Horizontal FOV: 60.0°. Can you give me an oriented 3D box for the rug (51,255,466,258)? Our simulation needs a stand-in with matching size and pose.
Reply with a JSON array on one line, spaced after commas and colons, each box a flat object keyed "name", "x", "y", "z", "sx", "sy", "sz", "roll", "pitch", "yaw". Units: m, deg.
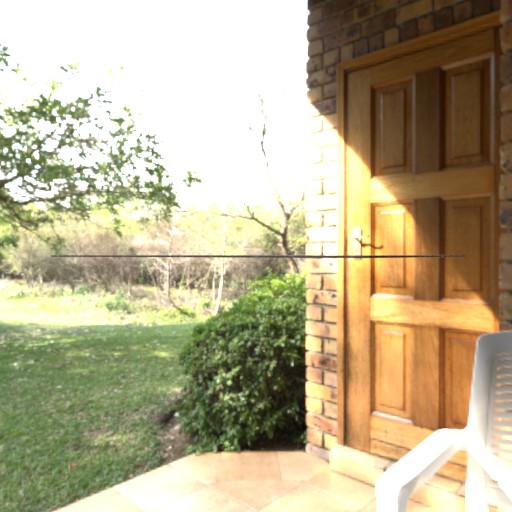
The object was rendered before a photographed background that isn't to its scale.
[{"name": "rug", "x": 0.000, "y": 0.000, "z": 2.791, "sx": 2.134, "sy": 0.010, "sz": 1.524, "roll": 0, "pitch": 0, "yaw": 37}]
